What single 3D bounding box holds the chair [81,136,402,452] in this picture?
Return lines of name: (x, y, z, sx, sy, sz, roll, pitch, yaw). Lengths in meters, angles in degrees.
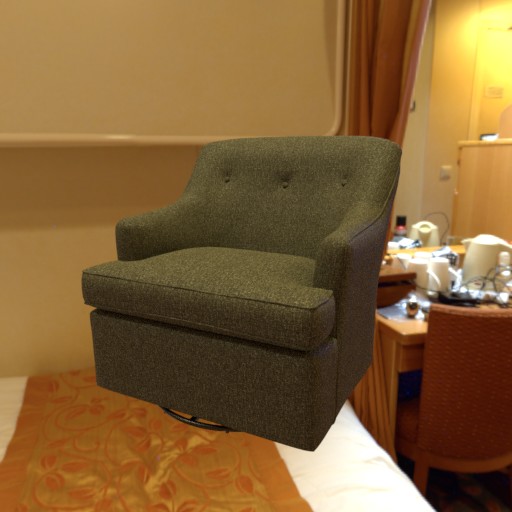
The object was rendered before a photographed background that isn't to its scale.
chair: (0.000, 0.000, 1.581, 0.864, 0.856, 0.923, 6, 14, 26)
